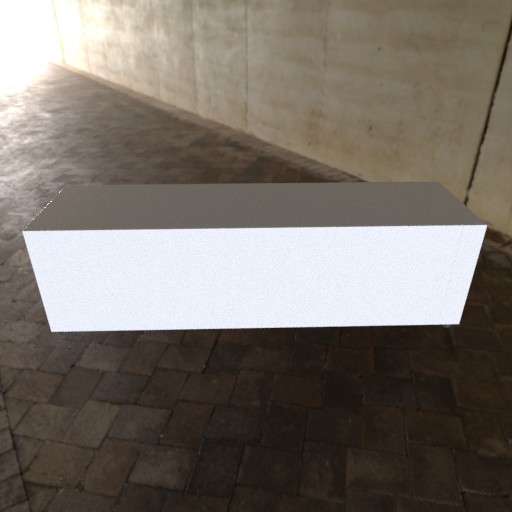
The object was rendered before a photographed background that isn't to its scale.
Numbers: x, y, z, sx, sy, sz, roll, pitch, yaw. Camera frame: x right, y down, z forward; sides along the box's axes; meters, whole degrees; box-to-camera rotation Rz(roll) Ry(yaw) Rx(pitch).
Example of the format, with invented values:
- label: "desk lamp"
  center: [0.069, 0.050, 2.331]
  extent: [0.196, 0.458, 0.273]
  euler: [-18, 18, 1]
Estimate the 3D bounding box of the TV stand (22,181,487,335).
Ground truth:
- label: "TV stand"
  center: [0.000, 0.000, 1.716]
  extent: [1.500, 0.440, 0.410]
  euler: [-1, 30, -1]
